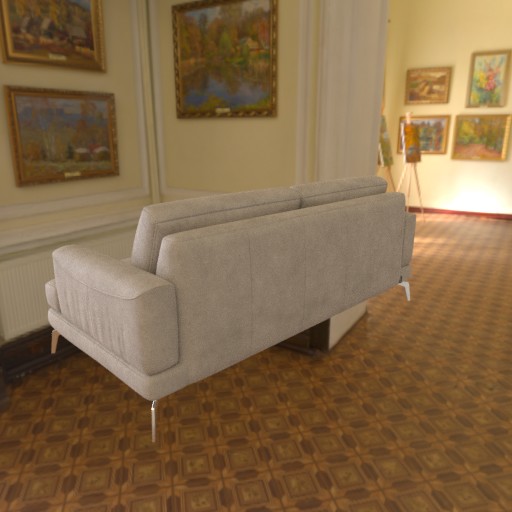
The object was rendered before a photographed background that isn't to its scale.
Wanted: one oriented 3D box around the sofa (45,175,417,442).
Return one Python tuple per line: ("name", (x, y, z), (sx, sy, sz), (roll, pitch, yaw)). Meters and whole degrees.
("sofa", (0.000, 0.000, 2.497), (2.013, 0.830, 0.980), (-15, 22, -43))
